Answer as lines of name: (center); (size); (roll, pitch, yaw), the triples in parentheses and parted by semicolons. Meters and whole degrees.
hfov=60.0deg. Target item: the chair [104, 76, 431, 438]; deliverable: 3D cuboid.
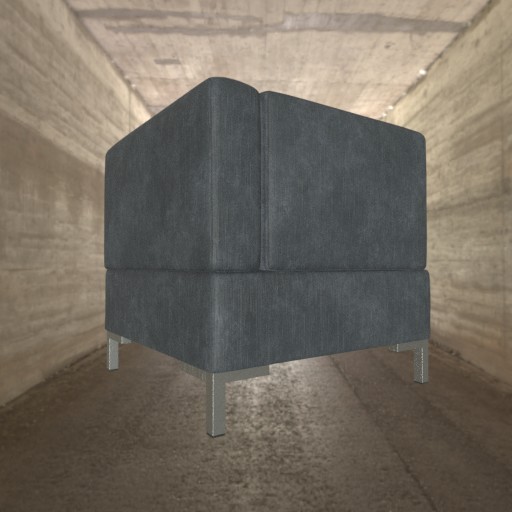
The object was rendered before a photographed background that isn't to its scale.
chair: (0.000, 0.000, 1.235); (0.680, 0.660, 0.680); (1, -1, -35)
